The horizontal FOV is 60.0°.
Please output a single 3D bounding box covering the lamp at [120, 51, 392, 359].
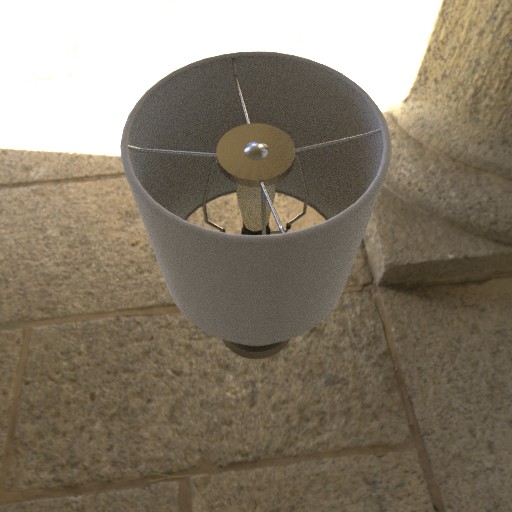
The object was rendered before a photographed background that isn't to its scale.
[{"bbox_3d":[0.000,0.000,0.480,0.201,0.353,0.201,-32,63,-18],"label":"lamp"}]
